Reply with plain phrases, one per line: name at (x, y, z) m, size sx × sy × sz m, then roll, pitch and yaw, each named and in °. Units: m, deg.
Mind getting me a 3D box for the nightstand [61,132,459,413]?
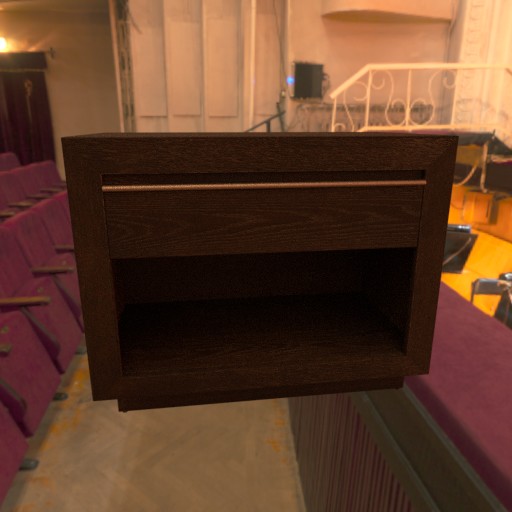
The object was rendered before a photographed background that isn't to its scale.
nightstand at (0.000, 0.000, 1.150) m, size 0.775 × 0.612 × 0.457 m, roll -2°, pitch 17°, yaw -8°
